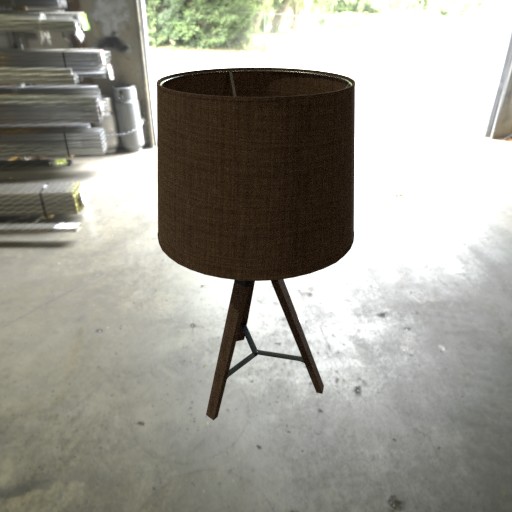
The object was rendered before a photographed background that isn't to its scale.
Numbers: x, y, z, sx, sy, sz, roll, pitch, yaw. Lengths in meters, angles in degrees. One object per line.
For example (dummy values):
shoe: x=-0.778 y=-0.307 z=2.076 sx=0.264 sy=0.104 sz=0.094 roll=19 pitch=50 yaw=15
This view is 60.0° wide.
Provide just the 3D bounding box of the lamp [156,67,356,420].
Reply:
lamp: x=0.000 y=0.000 z=0.688 sx=0.290 sy=0.514 sz=0.290 roll=0 pitch=30 yaw=0
